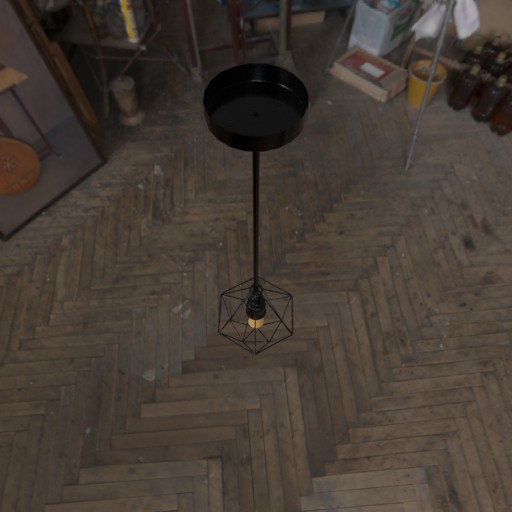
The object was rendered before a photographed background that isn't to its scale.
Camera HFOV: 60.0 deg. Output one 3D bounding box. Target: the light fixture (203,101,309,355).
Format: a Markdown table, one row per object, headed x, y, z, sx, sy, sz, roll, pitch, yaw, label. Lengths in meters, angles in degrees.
| x | y | z | sx | sy | sz | roll | pitch | yaw | label |
| --- | --- | --- | --- | --- | --- | --- | --- | --- | --- |
| 0.000 | 0.000 | 1.994 | 0.431 | 1.764 | 0.487 | 1 | 60 | 1 | light fixture |
